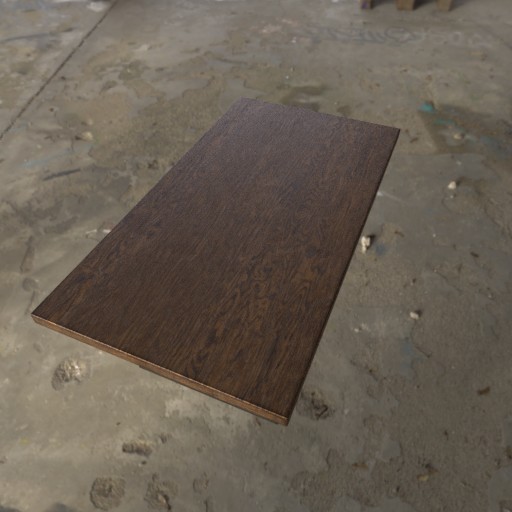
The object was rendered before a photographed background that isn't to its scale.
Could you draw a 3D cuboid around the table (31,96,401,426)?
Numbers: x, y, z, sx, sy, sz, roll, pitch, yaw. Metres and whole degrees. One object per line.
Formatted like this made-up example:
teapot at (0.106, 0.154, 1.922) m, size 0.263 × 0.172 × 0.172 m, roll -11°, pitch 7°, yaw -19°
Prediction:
table at (0.000, 0.000, 2.509) m, size 1.078 × 0.795 × 1.989 m, roll 17°, pitch 48°, yaw 16°
